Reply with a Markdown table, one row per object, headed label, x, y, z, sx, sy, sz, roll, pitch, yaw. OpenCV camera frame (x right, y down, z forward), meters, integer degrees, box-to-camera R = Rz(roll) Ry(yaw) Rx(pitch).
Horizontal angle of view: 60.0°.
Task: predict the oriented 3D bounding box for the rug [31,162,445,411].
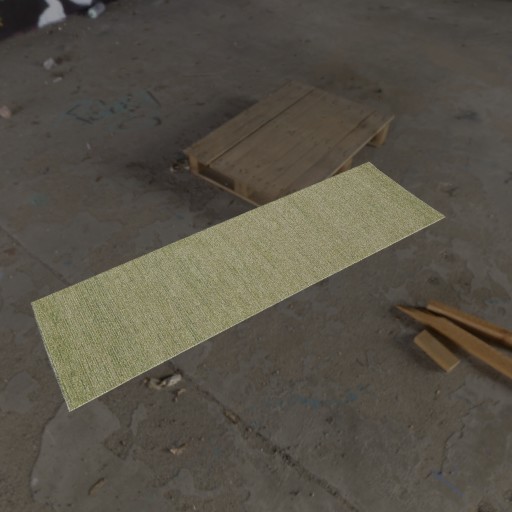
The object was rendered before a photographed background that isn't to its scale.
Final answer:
| label | x | y | z | sx | sy | sz | roll | pitch | yaw |
| --- | --- | --- | --- | --- | --- | --- | --- | --- | --- |
| rug | 0.000 | 0.000 | 2.520 | 2.340 | 0.013 | 0.686 | -25 | 52 | -21 |
